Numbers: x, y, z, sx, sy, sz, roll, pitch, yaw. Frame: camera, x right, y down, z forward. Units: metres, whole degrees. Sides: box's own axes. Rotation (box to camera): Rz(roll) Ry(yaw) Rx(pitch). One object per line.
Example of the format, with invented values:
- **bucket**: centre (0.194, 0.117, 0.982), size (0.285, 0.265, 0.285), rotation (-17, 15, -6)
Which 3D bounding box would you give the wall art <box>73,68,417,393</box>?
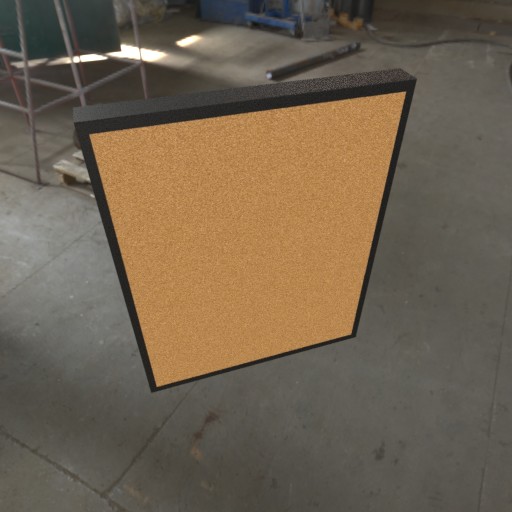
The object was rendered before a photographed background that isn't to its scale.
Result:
- **wall art**: centre (0.000, 0.000, 0.496), size (0.294, 0.369, 0.030), rotation (-12, 43, -13)
